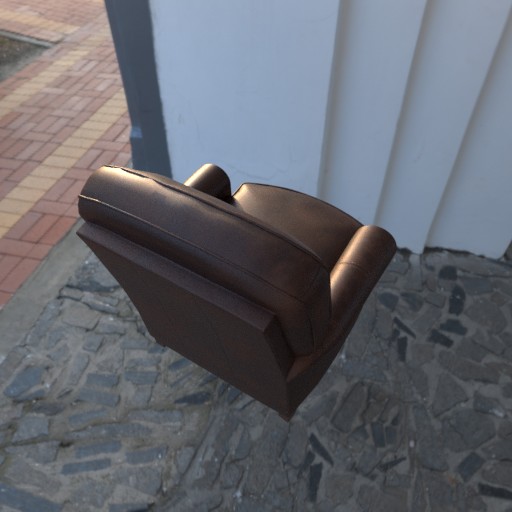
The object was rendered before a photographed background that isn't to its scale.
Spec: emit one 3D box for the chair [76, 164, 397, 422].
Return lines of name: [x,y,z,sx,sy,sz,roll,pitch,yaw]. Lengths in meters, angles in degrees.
chair: [0.000,0.000,1.750,0.936,1.018,0.986,24,50,22]
